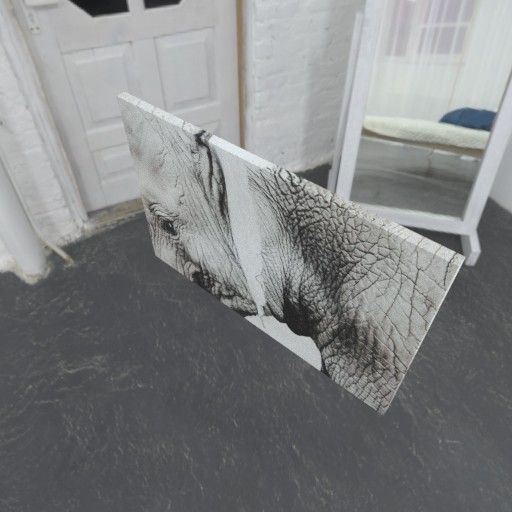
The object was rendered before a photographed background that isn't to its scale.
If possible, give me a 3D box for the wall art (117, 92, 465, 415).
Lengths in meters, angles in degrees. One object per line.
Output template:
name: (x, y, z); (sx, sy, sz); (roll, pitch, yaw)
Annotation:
wall art: (0.000, 0.000, 1.466); (1.141, 0.758, 0.035); (31, 55, 26)
